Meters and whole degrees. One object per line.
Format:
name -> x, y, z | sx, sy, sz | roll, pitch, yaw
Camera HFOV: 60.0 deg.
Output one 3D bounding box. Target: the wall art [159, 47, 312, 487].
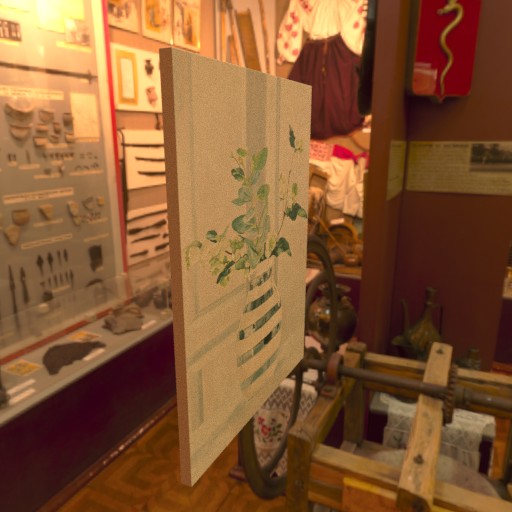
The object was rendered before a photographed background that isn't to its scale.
wall art -> 0.000, 0.000, 1.569 | 0.038, 1.212, 0.914 | 8, 17, 26
